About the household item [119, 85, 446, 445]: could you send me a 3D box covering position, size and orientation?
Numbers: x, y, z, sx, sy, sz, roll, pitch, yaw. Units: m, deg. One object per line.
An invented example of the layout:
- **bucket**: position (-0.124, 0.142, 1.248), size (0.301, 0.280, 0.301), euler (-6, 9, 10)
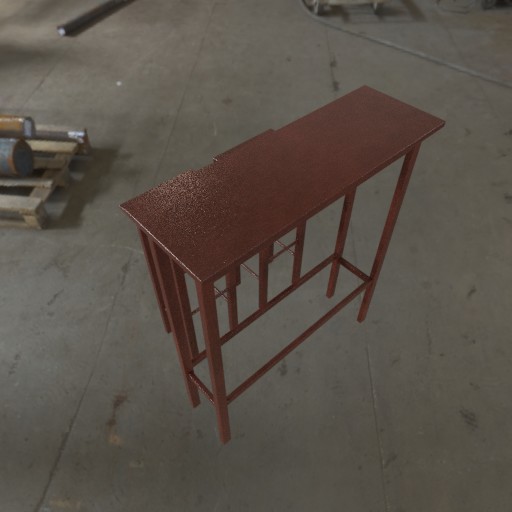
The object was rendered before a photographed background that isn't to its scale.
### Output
- **household item**: position (0.000, 0.000, 1.674), size (0.914, 1.067, 0.676), euler (-34, 56, -27)
